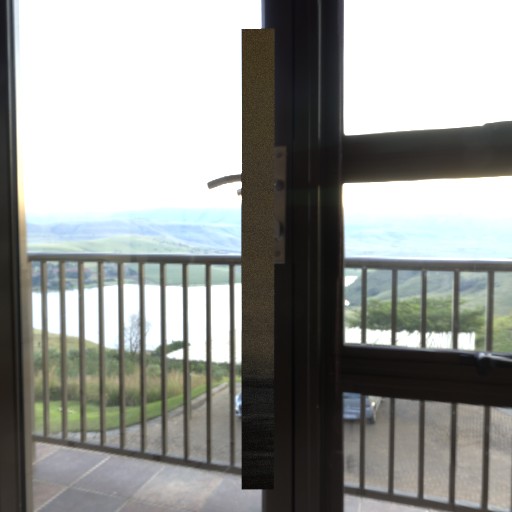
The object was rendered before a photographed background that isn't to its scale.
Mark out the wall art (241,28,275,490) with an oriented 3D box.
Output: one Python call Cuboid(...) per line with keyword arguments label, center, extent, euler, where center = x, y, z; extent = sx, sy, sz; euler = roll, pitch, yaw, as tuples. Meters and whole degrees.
Cuboid(label="wall art", center=(0.000, 0.000, 0.708), extent=(0.037, 0.511, 0.435), euler=(0, 2, 0))
